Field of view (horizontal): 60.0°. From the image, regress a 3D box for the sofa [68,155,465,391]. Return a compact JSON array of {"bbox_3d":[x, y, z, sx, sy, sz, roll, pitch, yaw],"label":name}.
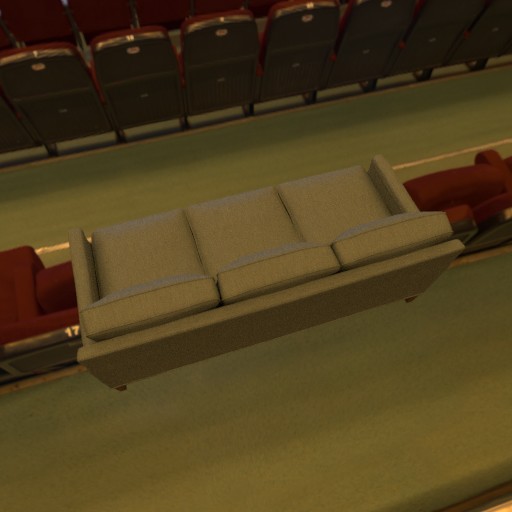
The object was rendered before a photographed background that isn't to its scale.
[{"bbox_3d":[0.000,0.000,2.888,2.246,1.003,1.084,-15,59,-10],"label":"sofa"}]
